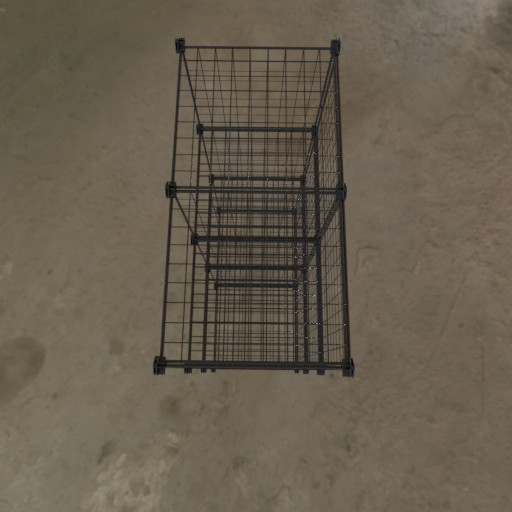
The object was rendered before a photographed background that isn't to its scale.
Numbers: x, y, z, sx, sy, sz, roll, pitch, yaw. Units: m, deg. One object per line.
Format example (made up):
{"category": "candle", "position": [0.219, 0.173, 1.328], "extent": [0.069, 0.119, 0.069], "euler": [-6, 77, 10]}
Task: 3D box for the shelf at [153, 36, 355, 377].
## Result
{"category": "shelf", "position": [0.000, 0.000, 1.381], "extent": [0.356, 1.067, 0.711], "euler": [1, 76, 0]}
